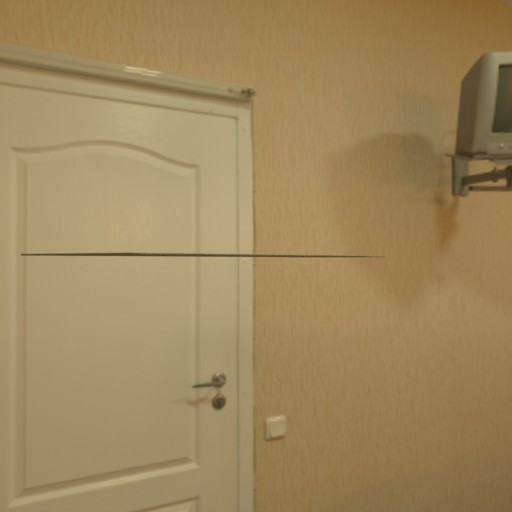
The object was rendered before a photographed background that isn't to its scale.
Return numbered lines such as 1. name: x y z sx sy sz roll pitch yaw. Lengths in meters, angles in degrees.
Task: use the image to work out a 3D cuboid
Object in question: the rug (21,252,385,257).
1. rug: 0.000 0.000 2.485 0.684 0.009 2.275 0 0 36
